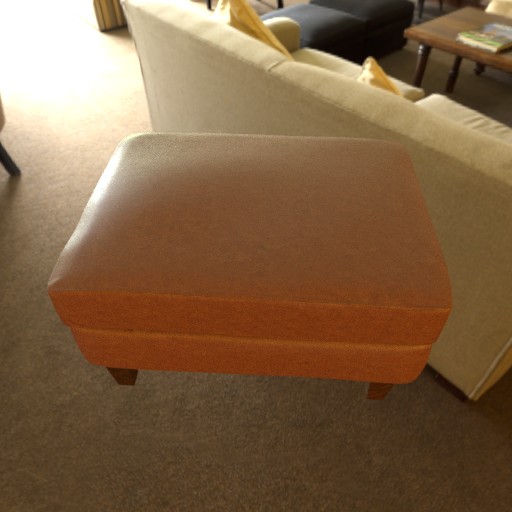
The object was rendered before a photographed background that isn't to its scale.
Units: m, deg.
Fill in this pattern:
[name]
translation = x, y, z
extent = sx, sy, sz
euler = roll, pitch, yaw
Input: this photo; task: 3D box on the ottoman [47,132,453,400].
[ottoman]
translation = 0.000, 0.000, 1.240
extent = 0.851, 0.485, 0.650
euler = 3, 45, 3
